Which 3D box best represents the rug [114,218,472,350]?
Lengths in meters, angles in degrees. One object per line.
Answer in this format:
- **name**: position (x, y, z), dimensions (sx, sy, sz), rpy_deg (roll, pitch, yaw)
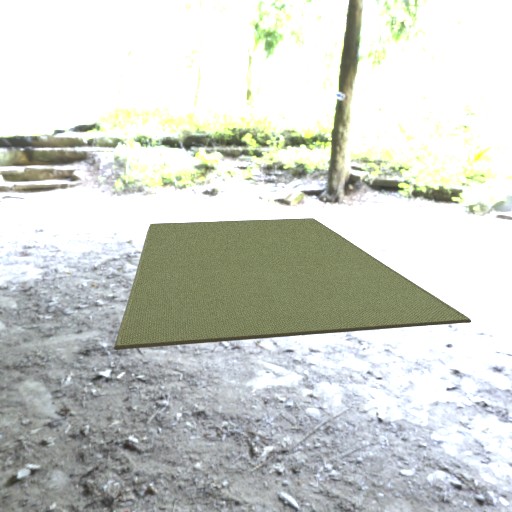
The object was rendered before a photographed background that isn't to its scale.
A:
- **rug**: position (0.000, 0.000, 2.069), dimensions (1.067, 0.013, 1.676), rpy_deg (-3, 16, -9)
